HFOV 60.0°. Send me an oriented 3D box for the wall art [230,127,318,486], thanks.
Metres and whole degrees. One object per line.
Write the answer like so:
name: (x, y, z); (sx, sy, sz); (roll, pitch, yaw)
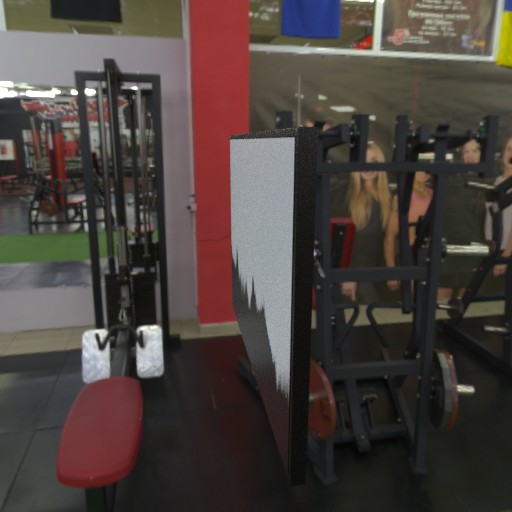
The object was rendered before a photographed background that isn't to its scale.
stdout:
wall art: (0.000, 0.000, 0.832); (0.022, 0.446, 0.659); (-2, 15, -9)
